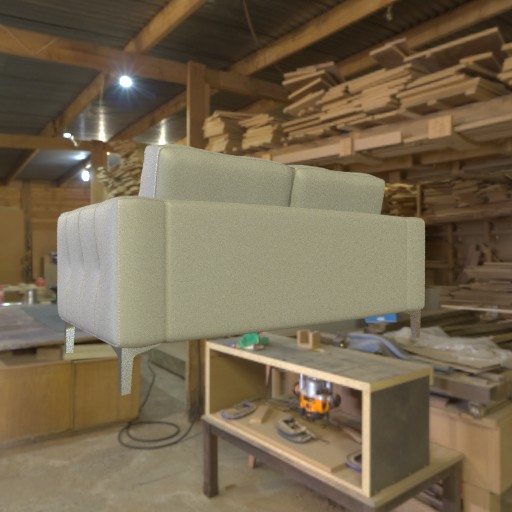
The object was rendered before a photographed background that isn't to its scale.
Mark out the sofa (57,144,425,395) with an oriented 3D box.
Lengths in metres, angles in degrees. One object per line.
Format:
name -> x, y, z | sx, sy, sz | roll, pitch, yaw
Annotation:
sofa -> 0.000, 0.000, 2.232 | 1.726, 0.893, 0.833 | 0, 1, -36
